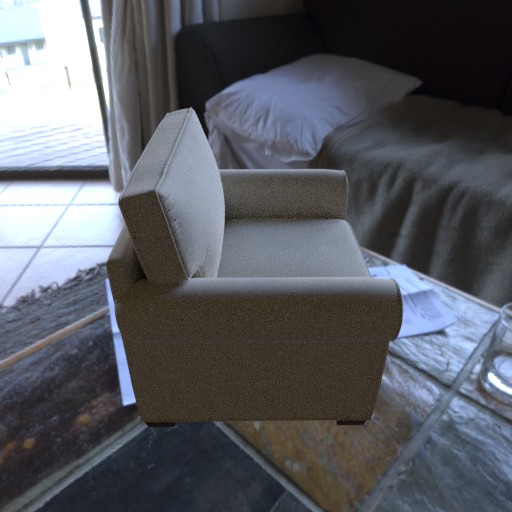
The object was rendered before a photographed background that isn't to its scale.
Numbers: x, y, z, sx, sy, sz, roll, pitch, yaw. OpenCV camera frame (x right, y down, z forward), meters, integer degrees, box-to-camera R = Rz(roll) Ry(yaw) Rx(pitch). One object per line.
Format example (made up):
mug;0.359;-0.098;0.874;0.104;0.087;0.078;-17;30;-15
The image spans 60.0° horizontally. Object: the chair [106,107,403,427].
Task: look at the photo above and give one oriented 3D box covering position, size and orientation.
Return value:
chair;0.000;0.000;1.745;0.863;0.955;1.040;0;33;-1
